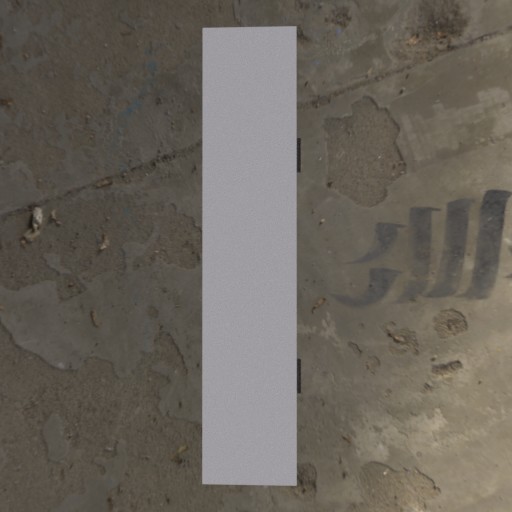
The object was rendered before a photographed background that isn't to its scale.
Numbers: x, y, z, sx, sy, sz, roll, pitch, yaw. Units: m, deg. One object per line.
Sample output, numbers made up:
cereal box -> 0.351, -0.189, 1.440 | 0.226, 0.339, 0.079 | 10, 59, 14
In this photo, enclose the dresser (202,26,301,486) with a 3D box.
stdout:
dresser -> 0.000, 0.000, 1.881 | 0.333, 0.790, 1.535 | 0, 90, 2
